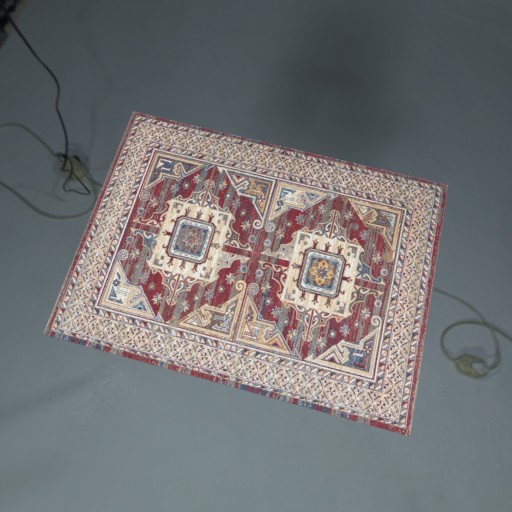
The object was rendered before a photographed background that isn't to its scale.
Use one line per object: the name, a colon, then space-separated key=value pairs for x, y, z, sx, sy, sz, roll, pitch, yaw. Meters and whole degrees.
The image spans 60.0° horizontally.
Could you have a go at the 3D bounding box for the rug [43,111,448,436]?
rug: x=0.000 y=0.000 z=2.792 sx=2.210 sy=0.011 sz=1.599 roll=14 pitch=73 yaw=4
